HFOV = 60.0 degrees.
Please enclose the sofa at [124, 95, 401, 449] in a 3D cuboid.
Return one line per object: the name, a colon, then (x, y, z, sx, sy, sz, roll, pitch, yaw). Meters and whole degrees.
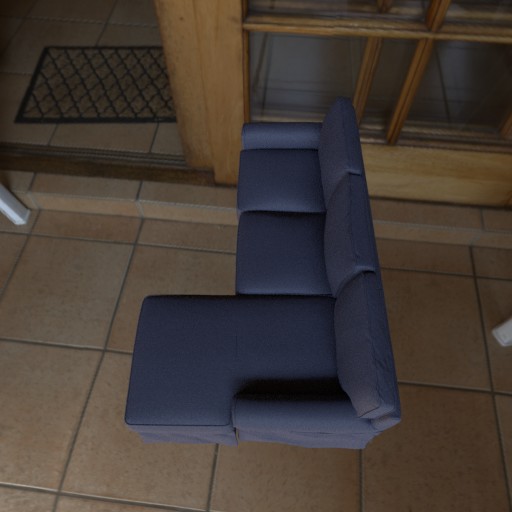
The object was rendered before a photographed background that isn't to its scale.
sofa: (0.000, 0.000, 3.304, 1.637, 1.039, 2.518, 0, 59, 0)
